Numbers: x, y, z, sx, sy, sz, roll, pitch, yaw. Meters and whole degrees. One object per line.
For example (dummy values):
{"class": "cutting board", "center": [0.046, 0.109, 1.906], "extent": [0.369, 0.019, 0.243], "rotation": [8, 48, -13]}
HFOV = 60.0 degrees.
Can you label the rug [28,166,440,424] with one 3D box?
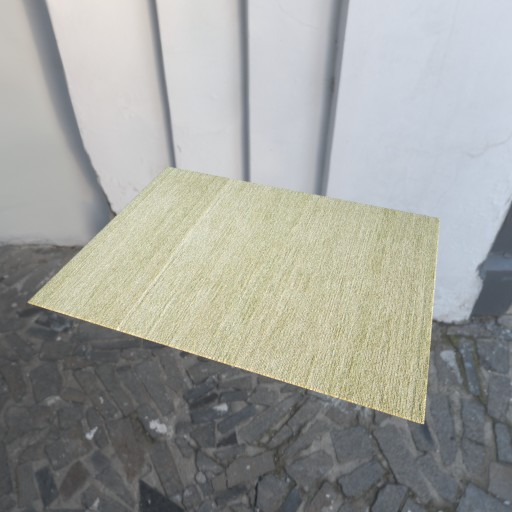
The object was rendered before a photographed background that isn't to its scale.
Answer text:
{"class": "rug", "center": [0.000, 0.000, 4.164], "extent": [3.198, 0.016, 2.425], "rotation": [13, 42, 15]}
